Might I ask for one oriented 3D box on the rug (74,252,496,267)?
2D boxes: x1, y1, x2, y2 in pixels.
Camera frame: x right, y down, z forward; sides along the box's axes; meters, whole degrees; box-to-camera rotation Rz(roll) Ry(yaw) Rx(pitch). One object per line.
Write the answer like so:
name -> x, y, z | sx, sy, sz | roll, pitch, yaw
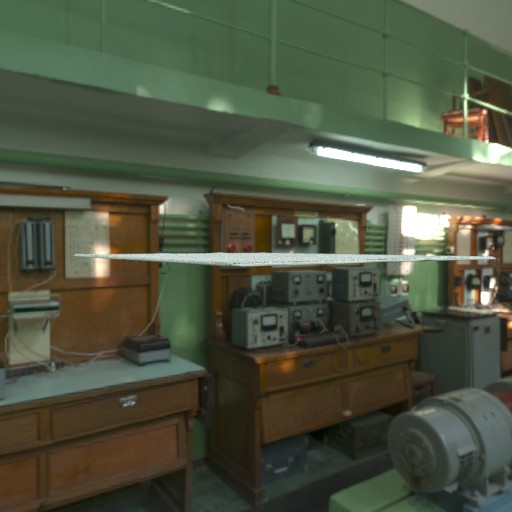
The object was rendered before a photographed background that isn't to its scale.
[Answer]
rug -> 0.000, 0.000, 3.992 | 2.429, 0.030, 3.052 | -1, 1, -35
